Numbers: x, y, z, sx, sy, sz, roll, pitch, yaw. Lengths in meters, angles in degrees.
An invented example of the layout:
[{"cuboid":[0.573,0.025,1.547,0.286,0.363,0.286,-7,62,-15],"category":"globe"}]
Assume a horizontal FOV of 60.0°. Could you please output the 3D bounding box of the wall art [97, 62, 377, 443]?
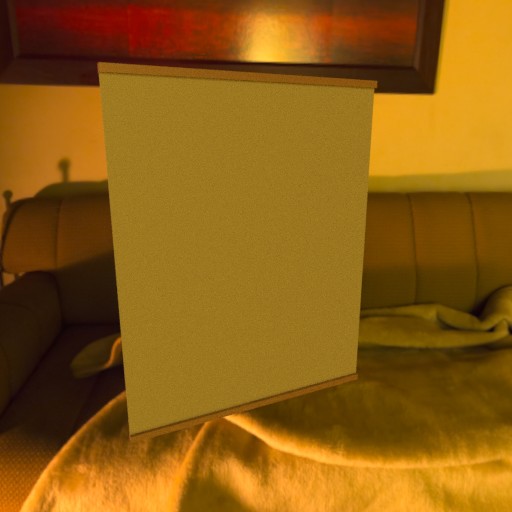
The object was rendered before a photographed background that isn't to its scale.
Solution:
[{"cuboid":[0.000,0.000,0.662,0.405,0.508,0.012,-7,17,-25],"category":"wall art"}]
